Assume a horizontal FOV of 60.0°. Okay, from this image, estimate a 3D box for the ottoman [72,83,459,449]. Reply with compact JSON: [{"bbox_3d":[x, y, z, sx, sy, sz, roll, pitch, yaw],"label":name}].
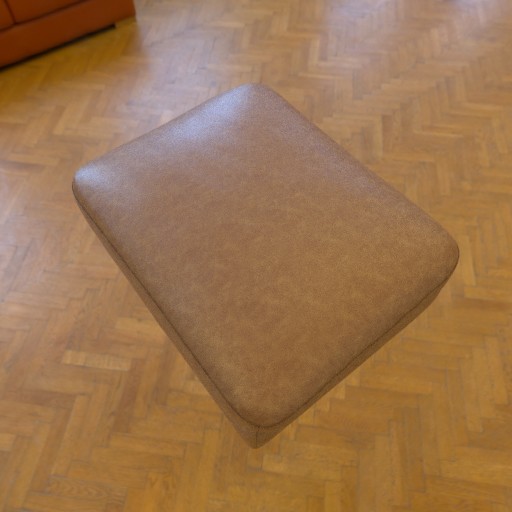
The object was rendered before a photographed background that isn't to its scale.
[{"bbox_3d":[0.000,0.000,1.117,0.593,0.478,0.747,-34,64,-19],"label":"ottoman"}]
